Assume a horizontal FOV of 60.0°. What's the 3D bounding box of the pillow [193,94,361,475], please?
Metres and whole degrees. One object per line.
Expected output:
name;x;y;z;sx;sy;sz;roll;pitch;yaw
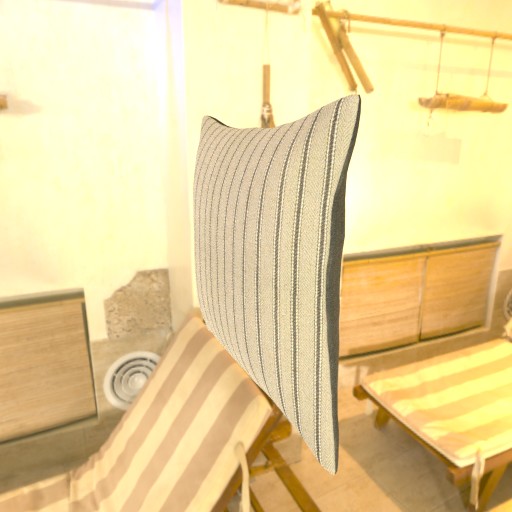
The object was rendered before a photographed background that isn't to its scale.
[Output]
pillow;0.000;0.000;0.691;0.138;0.444;0.468;-7;17;-24
